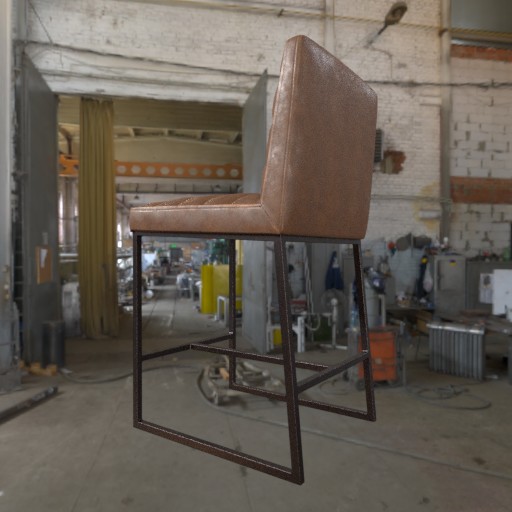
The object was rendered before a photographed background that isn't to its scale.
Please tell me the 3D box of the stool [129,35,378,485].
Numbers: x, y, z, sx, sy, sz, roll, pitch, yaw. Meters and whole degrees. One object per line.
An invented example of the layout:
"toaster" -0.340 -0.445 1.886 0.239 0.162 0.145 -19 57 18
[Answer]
"stool" 0.000 0.000 1.244 0.562 0.942 0.463 0 1 35
